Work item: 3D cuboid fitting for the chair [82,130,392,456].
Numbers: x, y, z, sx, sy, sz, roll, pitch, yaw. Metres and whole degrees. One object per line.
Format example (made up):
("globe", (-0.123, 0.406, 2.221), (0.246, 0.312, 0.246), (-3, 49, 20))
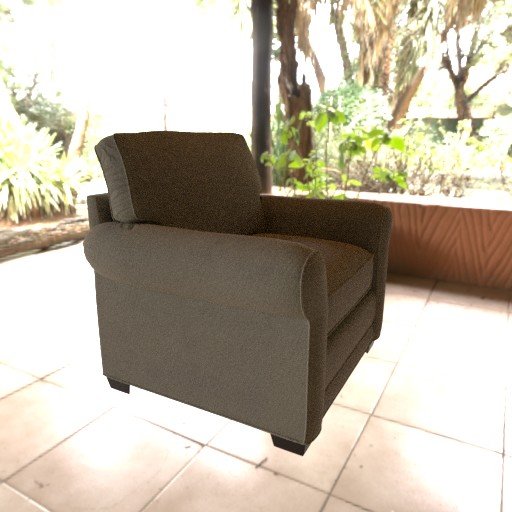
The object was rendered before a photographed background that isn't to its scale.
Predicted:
("chair", (0.000, 0.000, 1.918), (0.939, 1.044, 1.147), (8, 17, 27))
